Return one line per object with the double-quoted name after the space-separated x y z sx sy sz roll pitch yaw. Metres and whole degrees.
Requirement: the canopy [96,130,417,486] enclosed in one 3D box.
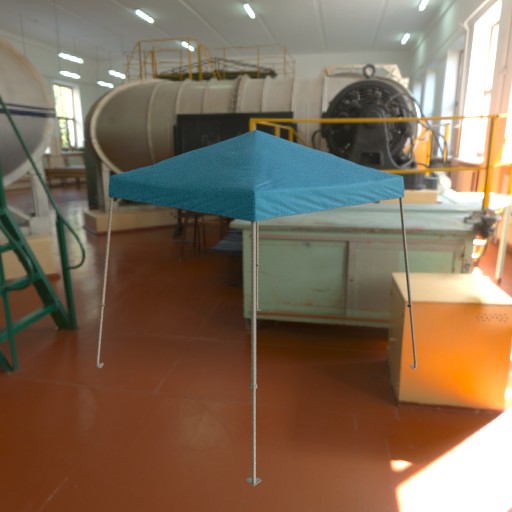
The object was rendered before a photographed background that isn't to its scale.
0.000 0.000 5.206 2.849 2.849 2.848 -13 19 -43 "canopy"
